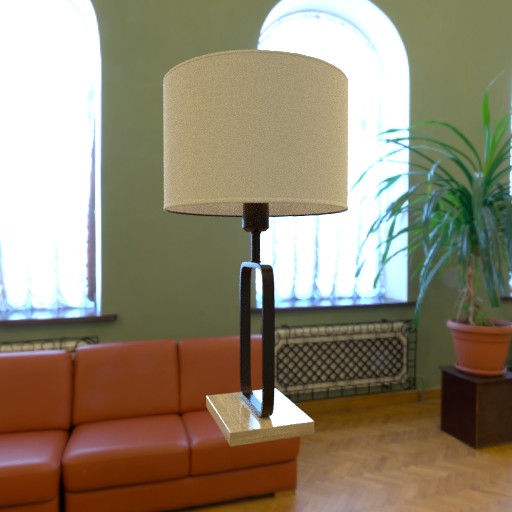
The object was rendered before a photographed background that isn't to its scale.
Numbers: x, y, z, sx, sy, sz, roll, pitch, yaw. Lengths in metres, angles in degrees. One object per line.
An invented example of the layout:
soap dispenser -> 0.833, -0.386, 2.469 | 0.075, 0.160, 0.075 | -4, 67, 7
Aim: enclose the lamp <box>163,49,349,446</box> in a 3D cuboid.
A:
lamp -> 0.000, 0.000, 0.683 | 0.279, 0.508, 0.279 | 0, 1, -18
